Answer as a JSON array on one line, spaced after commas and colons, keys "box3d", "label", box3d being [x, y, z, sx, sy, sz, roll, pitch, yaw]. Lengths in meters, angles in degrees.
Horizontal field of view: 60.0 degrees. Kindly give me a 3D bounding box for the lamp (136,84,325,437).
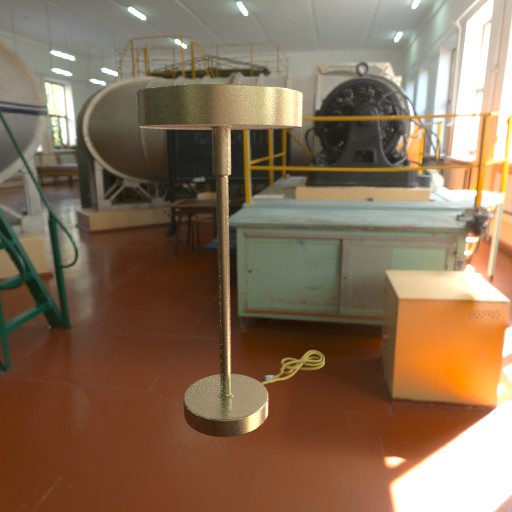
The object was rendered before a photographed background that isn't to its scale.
[{"box3d": [0.000, 0.000, 0.727, 0.229, 0.508, 0.369, 14, 20, 43], "label": "lamp"}]
